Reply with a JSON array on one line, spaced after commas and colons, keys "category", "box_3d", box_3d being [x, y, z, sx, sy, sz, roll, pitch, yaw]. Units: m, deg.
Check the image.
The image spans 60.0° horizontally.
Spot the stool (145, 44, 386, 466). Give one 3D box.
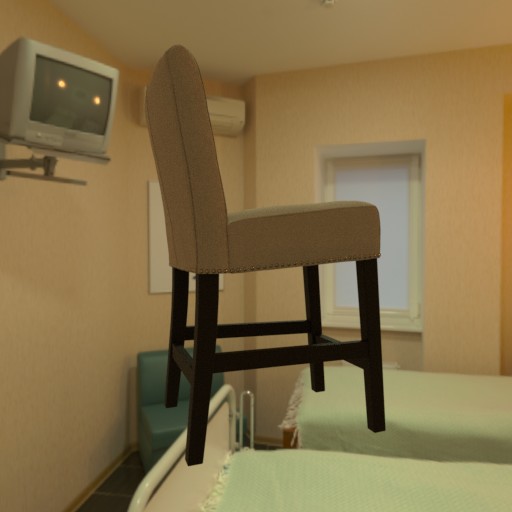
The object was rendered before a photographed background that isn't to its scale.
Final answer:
[{"category": "stool", "box_3d": [0.000, 0.000, 1.188, 0.571, 0.885, 0.427, 0, 1, -19]}]
